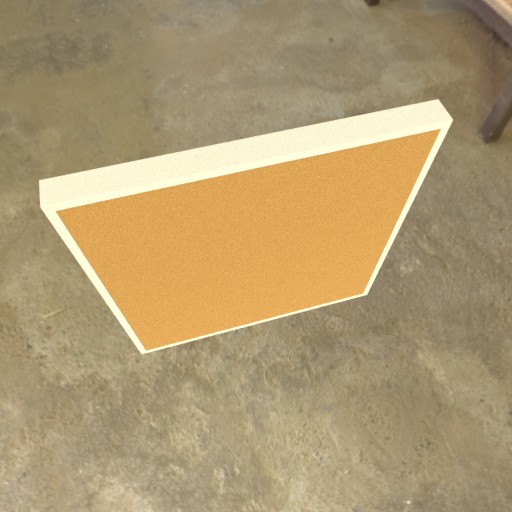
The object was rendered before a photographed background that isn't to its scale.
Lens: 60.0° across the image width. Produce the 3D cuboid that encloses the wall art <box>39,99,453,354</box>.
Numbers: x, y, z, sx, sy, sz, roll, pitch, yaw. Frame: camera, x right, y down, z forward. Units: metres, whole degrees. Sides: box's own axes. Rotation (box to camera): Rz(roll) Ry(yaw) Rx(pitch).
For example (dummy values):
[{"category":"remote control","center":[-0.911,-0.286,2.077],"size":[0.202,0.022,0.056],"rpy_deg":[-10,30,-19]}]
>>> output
[{"category":"wall art","center":[0.000,0.000,0.755],"size":[0.509,0.509,0.040],"rpy_deg":[-14,60,-8]}]
